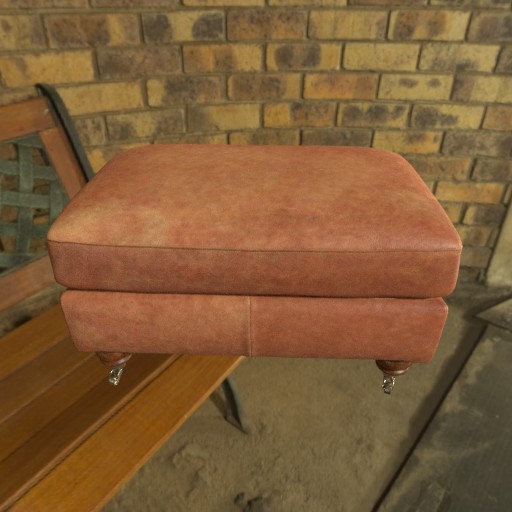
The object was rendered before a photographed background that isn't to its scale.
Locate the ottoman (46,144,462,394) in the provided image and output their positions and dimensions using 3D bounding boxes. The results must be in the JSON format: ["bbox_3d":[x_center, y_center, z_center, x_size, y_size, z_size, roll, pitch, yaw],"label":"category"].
[{"bbox_3d":[0.000,0.000,1.171,0.852,0.507,0.565,1,31,2],"label":"ottoman"}]
